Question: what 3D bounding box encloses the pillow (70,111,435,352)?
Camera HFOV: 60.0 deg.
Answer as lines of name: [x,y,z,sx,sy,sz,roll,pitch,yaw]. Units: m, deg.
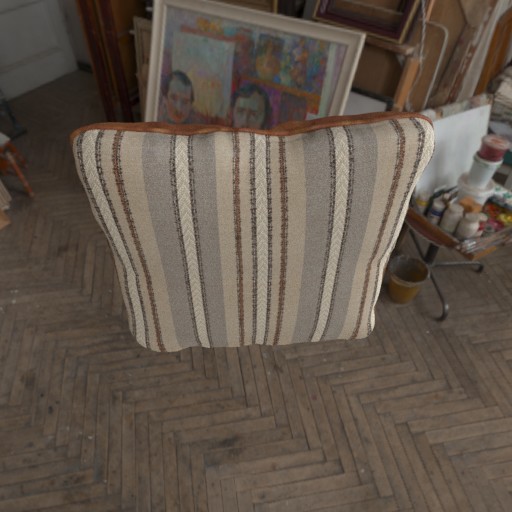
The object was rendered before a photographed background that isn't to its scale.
pillow: [0.000,0.000,0.738,0.489,0.490,0.130,-3,46,-3]
